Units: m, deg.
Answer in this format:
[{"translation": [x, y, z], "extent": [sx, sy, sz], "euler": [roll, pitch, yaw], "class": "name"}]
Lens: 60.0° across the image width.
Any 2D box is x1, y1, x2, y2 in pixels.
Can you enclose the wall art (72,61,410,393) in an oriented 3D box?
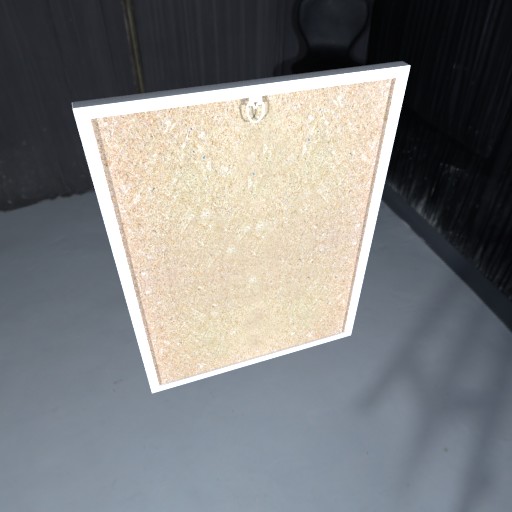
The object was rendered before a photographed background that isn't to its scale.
[{"translation": [0.000, 0.000, 1.363], "extent": [0.805, 1.056, 0.042], "euler": [-13, 43, -14], "class": "wall art"}]
